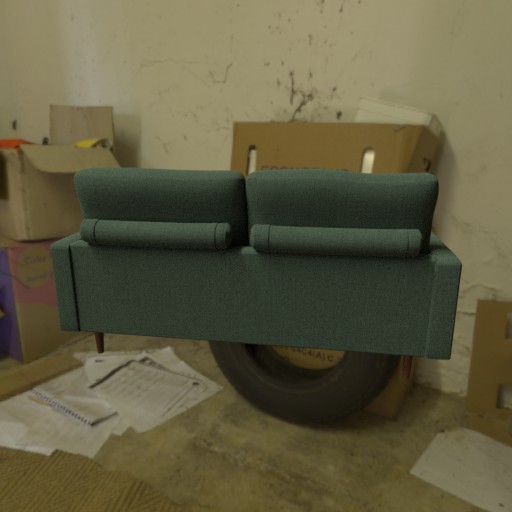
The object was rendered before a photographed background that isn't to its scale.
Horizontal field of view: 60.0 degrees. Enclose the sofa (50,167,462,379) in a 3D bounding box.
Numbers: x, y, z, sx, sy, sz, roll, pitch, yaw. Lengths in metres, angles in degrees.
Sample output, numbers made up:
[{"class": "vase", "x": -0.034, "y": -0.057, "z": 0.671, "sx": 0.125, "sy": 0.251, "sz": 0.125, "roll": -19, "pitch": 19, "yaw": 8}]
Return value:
[{"class": "sofa", "x": 0.000, "y": 0.000, "z": 2.576, "sx": 2.010, "sy": 1.050, "sz": 0.966, "roll": 3, "pitch": 16, "yaw": 9}]
